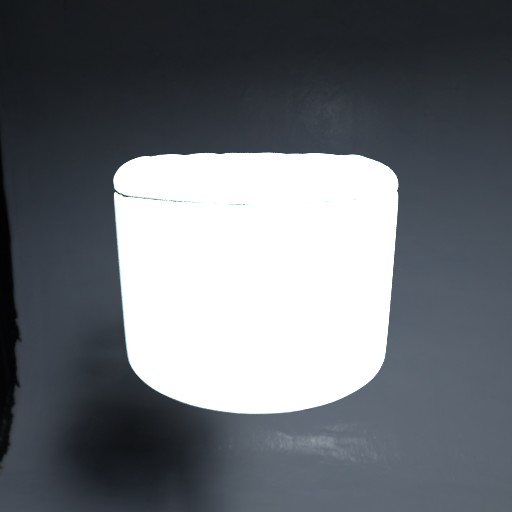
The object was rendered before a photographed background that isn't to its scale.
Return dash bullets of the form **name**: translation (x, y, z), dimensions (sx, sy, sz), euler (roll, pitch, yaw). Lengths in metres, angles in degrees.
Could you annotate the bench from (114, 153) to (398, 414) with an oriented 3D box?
- **bench**: translation (0.000, 0.000, 1.014), dimensions (0.600, 0.453, 0.600), euler (0, 14, 0)
